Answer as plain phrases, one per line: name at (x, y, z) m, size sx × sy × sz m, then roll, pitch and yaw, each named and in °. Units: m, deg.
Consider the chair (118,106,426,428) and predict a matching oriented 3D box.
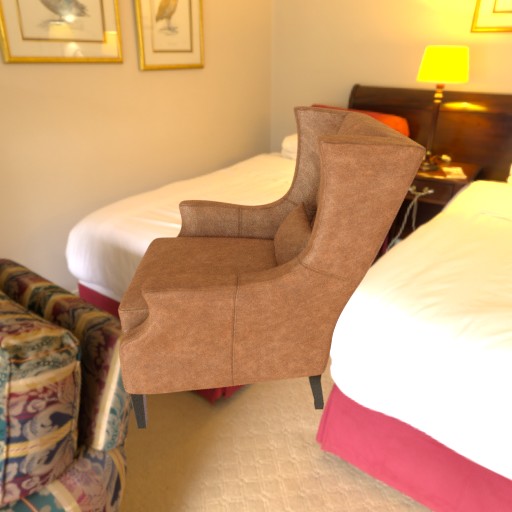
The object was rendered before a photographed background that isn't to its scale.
chair at (0.000, 0.000, 1.697) m, size 0.926 × 1.016 × 0.853 m, roll 0°, pitch 25°, yaw -1°
